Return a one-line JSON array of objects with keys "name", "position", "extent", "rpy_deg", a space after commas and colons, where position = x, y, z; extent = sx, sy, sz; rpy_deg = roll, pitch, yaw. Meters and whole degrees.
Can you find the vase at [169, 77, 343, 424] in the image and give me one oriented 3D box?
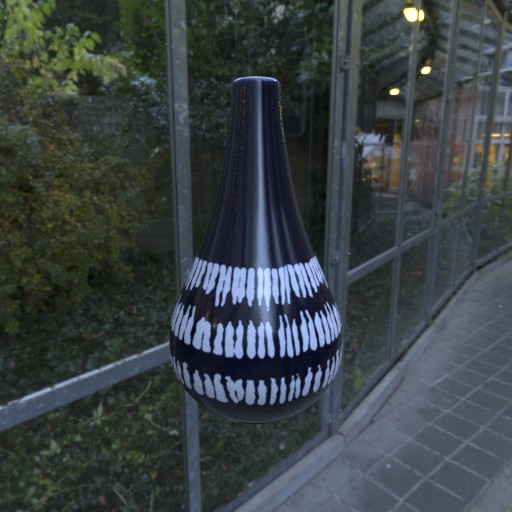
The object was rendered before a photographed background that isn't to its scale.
[{"name": "vase", "position": [0.000, 0.000, 0.396], "extent": [0.159, 0.295, 0.159], "rpy_deg": [0, 13, 0]}]
